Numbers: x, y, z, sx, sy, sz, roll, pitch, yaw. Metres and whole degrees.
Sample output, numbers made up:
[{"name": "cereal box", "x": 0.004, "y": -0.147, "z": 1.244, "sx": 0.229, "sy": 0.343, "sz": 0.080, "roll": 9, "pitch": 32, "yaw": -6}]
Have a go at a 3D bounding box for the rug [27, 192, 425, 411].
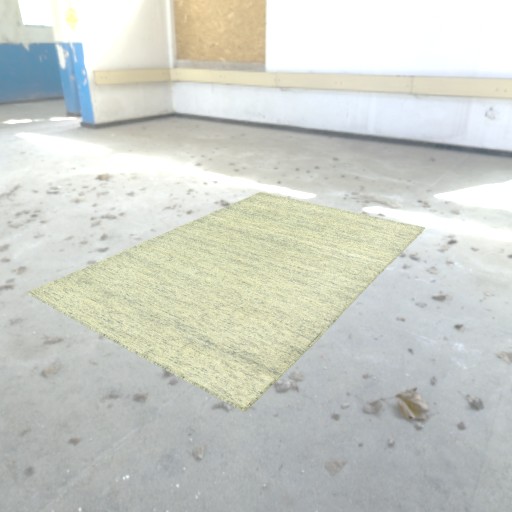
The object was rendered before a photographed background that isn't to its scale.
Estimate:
[{"name": "rug", "x": 0.000, "y": 0.000, "z": 2.352, "sx": 1.243, "sy": 0.014, "sz": 1.846, "roll": 17, "pitch": 31, "yaw": 32}]
